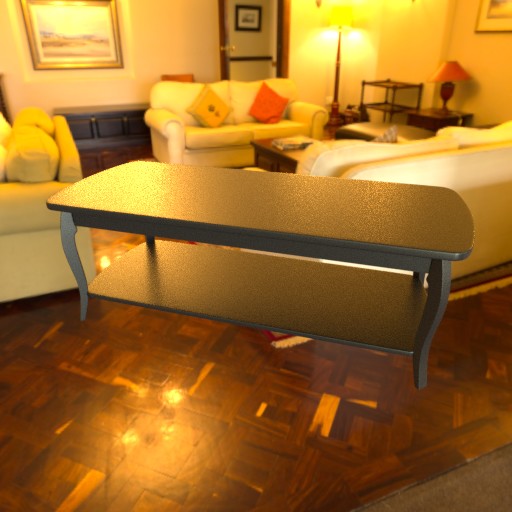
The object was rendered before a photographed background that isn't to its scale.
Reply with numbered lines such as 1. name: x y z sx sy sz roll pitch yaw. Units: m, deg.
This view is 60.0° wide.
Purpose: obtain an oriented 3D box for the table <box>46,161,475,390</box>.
1. table: 0.000 0.000 1.579 1.333 0.457 0.571 8 27 16
